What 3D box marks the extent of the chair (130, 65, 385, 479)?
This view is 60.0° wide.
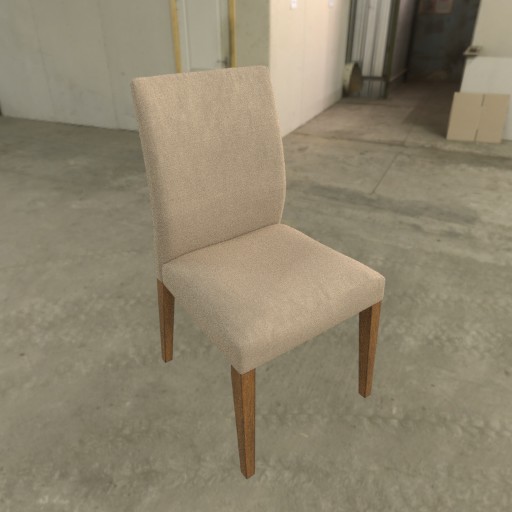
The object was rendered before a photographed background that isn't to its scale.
[{"bbox_3d":[0.000,0.000,1.279,0.496,0.940,0.585,-21,36,-31],"label":"chair"}]
